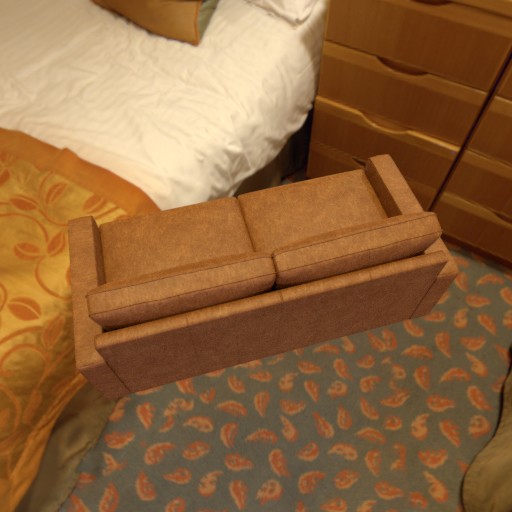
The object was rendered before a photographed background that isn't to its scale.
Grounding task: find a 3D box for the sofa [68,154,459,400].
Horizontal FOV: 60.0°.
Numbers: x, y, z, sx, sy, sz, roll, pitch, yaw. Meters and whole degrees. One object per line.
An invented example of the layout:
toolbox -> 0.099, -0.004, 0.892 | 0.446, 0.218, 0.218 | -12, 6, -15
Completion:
sofa -> 0.000, 0.000, 2.690 | 2.156, 0.928, 0.991 | -13, 58, -8
